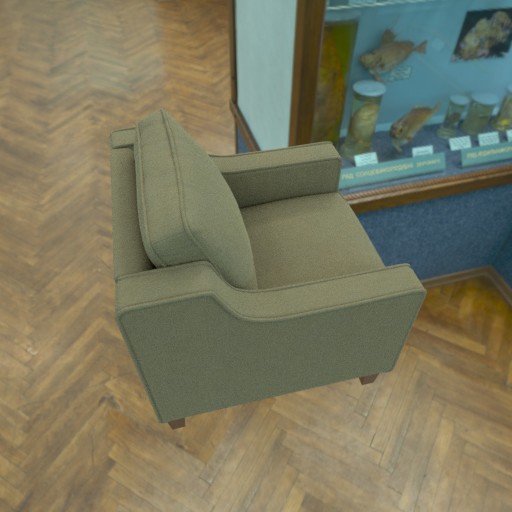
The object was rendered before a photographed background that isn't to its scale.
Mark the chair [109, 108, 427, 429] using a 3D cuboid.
[{"bbox_3d":[0.000,0.000,1.660,0.909,0.960,0.831,-10,48,-9],"label":"chair"}]
